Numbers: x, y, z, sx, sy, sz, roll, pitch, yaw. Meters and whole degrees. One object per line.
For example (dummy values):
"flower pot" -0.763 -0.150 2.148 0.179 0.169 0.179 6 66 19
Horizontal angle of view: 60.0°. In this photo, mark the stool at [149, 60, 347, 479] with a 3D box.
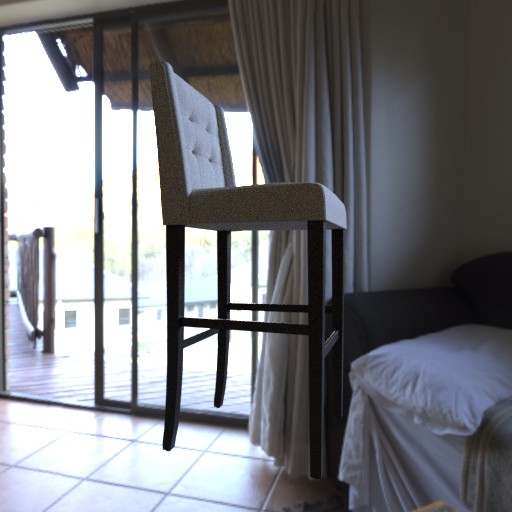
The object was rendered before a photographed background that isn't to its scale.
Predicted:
"stool" 0.000 0.000 1.385 0.509 1.116 0.474 0 0 18
